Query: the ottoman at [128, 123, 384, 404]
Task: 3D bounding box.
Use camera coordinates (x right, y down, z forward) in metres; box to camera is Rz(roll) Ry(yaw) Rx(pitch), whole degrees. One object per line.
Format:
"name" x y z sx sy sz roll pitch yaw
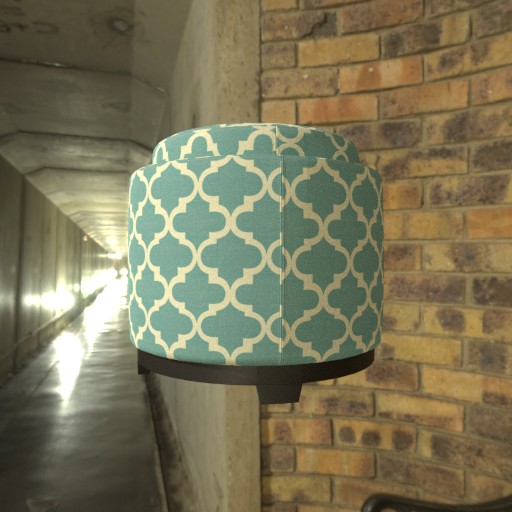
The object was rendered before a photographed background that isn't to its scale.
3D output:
"ottoman" 0.000 0.000 0.864 0.480 0.429 0.480 0 0 0
